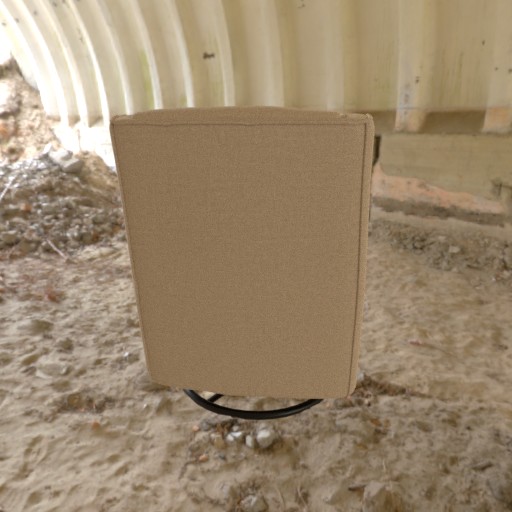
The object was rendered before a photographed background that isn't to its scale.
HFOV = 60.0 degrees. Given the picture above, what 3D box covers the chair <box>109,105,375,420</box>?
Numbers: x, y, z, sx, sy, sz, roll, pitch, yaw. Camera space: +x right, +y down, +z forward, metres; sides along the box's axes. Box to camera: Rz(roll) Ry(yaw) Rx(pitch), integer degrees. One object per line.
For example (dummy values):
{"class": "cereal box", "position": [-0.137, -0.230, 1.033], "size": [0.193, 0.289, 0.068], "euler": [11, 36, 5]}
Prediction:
{"class": "chair", "position": [0.000, 0.000, 1.590], "size": [0.732, 0.993, 0.879], "euler": [2, 16, 7]}
